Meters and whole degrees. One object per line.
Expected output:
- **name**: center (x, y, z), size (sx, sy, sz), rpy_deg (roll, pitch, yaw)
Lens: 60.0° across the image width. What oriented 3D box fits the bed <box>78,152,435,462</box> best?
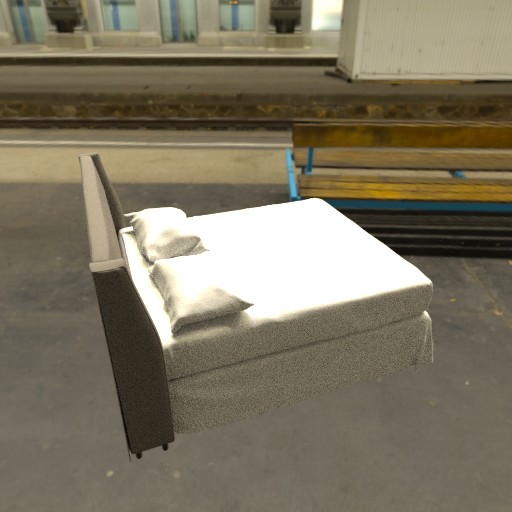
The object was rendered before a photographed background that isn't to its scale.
- **bed**: center (0.000, 0.000, 3.348), size (2.276, 1.332, 1.925), rpy_deg (-11, 31, -18)
